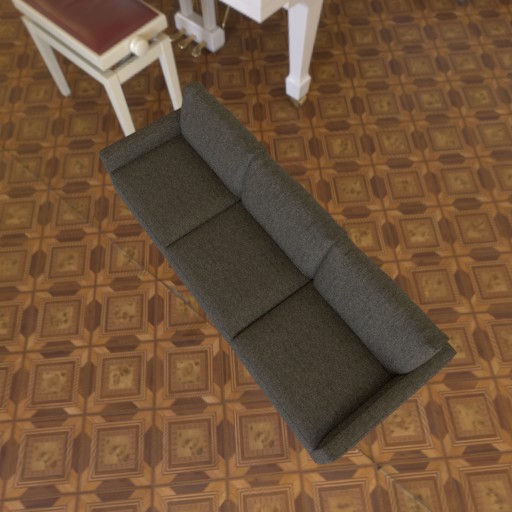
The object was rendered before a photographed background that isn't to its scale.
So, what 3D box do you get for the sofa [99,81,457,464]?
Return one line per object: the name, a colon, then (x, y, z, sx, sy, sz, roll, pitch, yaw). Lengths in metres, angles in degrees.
sofa: (0.000, 0.000, 2.657, 0.876, 0.879, 2.253, -34, 68, -15)
